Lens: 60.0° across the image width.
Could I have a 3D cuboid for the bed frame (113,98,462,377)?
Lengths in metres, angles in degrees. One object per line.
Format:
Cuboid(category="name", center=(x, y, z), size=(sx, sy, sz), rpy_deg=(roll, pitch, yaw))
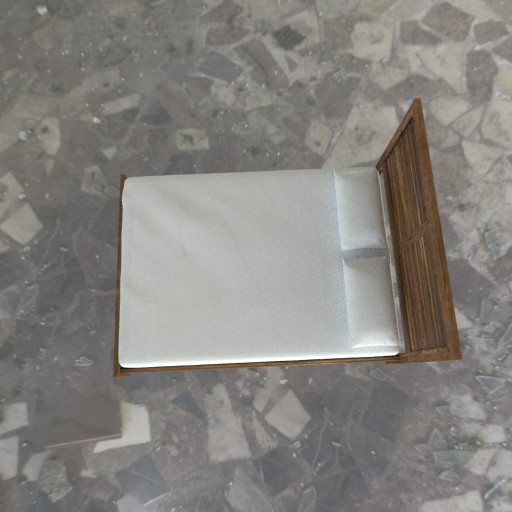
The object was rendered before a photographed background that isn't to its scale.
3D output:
Cuboid(category="bed frame", center=(0.000, 0.000, 3.401), size=(2.276, 1.417, 1.696), rpy_deg=(-3, 75, -1))
